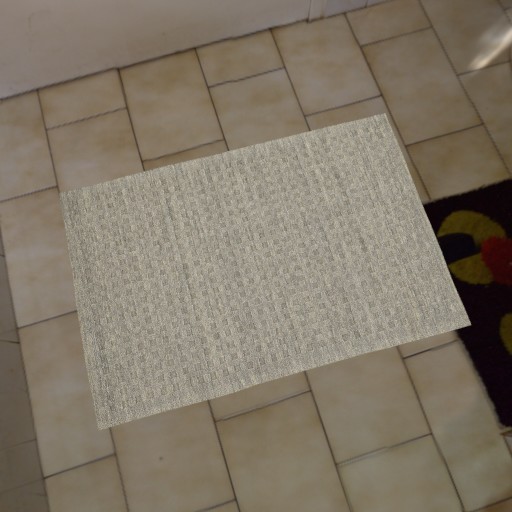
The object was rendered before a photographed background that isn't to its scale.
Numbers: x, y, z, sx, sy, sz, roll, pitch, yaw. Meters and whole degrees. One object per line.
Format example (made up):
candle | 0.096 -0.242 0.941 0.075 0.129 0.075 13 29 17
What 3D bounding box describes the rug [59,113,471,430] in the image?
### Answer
rug | 0.000 0.000 2.816 2.297 0.018 1.532 -15 75 -4
